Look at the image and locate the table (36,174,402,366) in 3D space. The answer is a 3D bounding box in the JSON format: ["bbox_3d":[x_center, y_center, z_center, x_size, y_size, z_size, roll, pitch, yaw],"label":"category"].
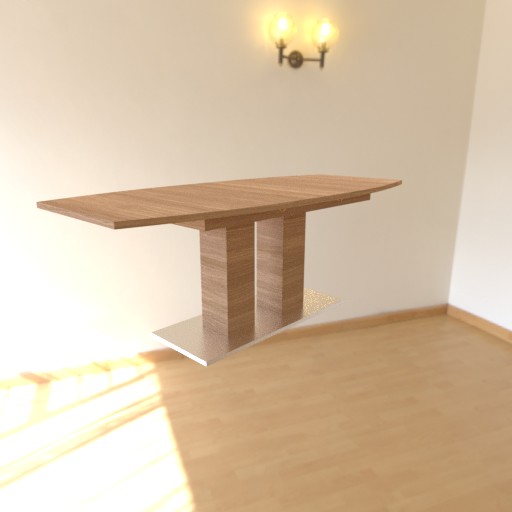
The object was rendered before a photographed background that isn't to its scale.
[{"bbox_3d":[0.000,0.000,2.486,0.900,0.750,2.032,14,21,42],"label":"table"}]
